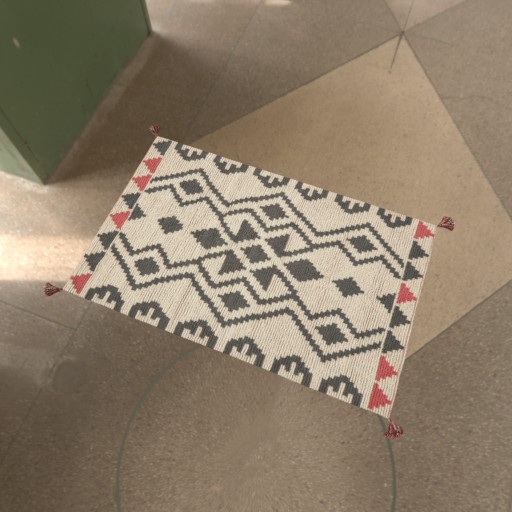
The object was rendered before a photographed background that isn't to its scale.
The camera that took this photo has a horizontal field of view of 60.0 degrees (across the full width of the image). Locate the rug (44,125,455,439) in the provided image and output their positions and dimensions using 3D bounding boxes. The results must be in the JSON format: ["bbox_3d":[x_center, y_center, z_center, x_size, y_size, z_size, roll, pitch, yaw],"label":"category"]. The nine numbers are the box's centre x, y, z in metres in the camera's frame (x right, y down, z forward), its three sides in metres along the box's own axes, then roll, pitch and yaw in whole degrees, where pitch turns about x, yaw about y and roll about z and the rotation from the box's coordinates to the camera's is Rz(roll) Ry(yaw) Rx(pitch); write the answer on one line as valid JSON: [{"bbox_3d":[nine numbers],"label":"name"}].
[{"bbox_3d":[0.000,0.000,3.317,2.672,0.066,1.741,20,66,9],"label":"rug"}]
